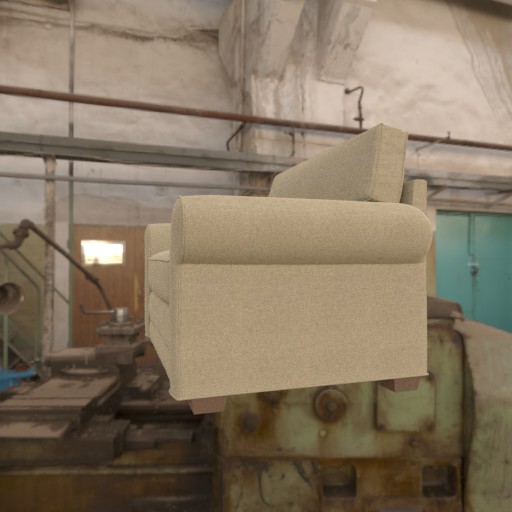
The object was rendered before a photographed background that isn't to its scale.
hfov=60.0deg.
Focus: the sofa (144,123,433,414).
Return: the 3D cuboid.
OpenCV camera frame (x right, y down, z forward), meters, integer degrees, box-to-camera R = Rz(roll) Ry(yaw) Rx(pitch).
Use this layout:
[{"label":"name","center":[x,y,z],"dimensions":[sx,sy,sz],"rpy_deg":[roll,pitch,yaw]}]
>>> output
[{"label":"sofa","center":[0.000,0.000,2.075],"dimensions":[0.936,0.991,1.405],"rpy_deg":[0,0,-18]}]
